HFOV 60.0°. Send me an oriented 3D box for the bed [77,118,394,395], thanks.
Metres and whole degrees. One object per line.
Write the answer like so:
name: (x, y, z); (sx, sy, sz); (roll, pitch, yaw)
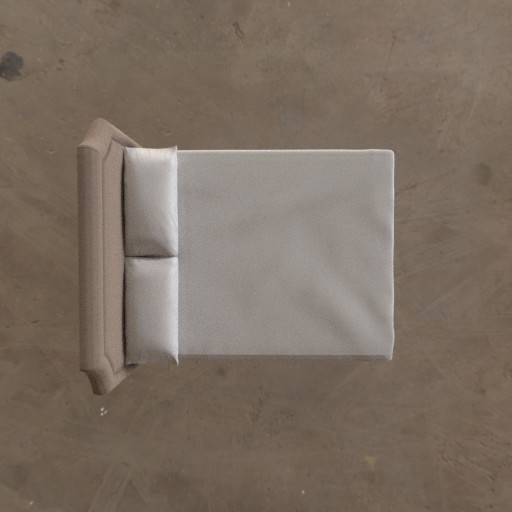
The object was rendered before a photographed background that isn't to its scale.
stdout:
bed: (0.000, 0.000, 3.302); (2.164, 1.303, 1.828); (0, 92, 1)
